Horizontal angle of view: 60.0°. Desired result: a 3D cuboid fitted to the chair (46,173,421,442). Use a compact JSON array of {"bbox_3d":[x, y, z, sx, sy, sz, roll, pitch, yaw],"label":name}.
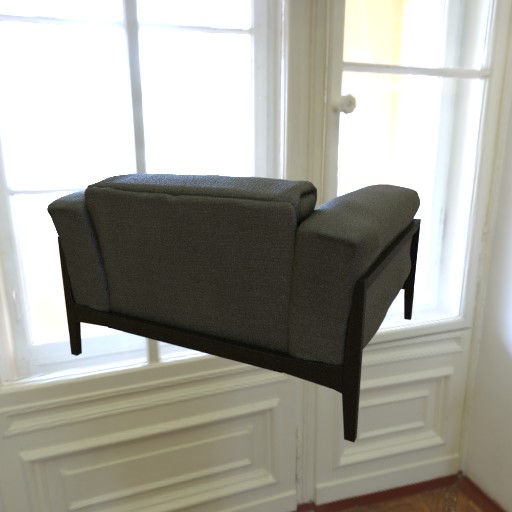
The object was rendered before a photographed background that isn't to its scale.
[{"bbox_3d":[0.000,0.000,1.659,1.056,0.646,0.969,8,17,26],"label":"chair"}]
